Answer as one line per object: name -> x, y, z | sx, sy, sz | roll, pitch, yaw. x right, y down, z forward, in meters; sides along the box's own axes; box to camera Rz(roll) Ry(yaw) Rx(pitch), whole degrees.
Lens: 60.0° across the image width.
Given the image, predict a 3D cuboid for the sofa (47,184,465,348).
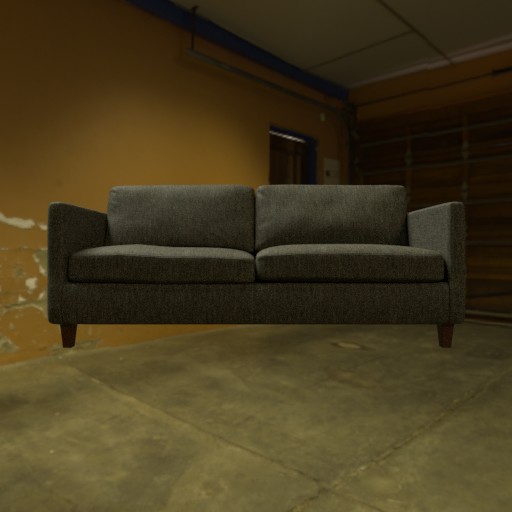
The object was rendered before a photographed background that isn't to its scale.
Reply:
sofa -> 0.000, 0.000, 2.754 | 2.208, 0.960, 0.948 | 0, 0, 0
